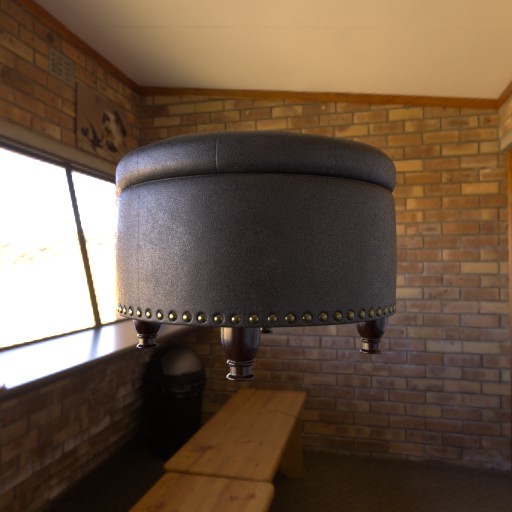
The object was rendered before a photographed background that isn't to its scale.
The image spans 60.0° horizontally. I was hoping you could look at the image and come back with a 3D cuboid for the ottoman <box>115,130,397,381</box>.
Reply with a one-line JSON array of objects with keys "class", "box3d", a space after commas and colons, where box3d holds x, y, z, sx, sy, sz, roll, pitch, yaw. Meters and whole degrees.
[{"class": "ottoman", "box3d": [0.000, 0.000, 1.052, 0.637, 0.442, 0.637, 0, -1, 0]}]
